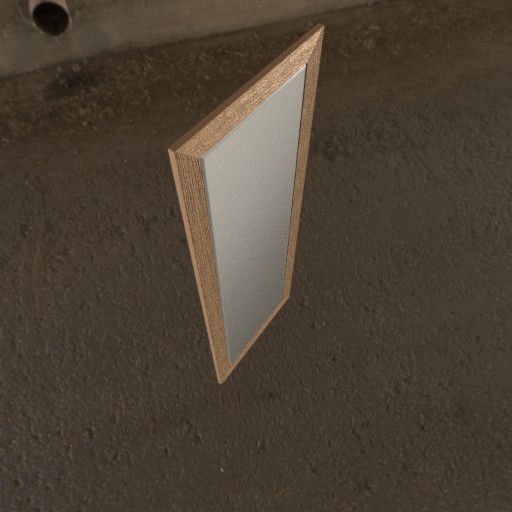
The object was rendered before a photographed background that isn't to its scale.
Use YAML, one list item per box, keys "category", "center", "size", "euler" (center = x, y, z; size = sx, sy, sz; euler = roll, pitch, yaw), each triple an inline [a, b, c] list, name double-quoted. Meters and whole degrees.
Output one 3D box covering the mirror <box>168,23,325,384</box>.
- category: "mirror"
  center: [0.000, 0.000, 2.267]
  size: [0.026, 2.031, 0.812]
  euler: [31, 61, 19]
